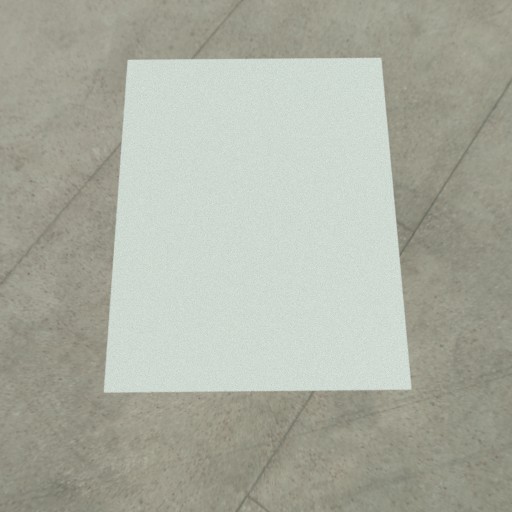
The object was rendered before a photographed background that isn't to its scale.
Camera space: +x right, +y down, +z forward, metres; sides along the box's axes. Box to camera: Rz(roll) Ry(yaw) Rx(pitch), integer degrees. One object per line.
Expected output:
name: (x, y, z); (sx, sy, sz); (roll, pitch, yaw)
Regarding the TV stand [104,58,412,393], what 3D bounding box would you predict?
TV stand: (0.000, 0.000, 0.915); (0.405, 0.559, 0.508); (-1, 76, 0)
